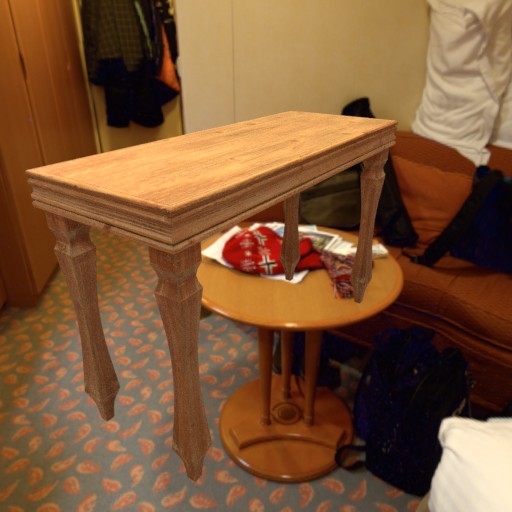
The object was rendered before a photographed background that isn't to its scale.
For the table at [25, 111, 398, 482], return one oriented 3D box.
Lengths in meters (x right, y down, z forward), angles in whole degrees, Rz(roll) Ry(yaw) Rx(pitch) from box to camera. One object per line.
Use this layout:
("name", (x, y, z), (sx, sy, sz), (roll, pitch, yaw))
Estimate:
("table", (0.000, 0.000, 1.685), (0.522, 0.873, 1.330), (17, 31, 31))
